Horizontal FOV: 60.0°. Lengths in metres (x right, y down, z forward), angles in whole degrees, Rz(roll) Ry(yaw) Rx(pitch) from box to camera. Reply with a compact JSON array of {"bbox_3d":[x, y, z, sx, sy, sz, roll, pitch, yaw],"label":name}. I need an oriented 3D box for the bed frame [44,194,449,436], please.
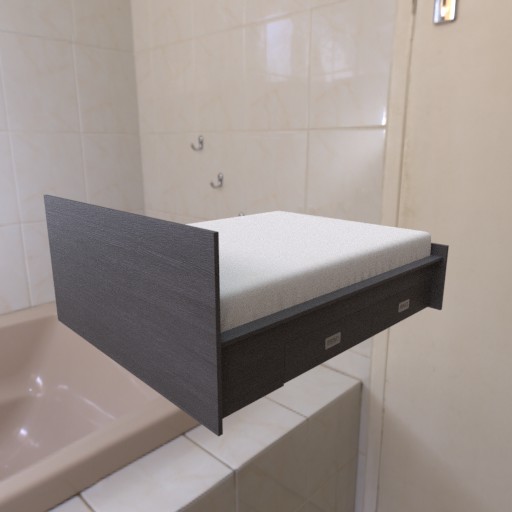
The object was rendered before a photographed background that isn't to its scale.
[{"bbox_3d":[0.000,0.000,2.835,1.960,0.800,1.622,-13,19,-42],"label":"bed frame"}]
